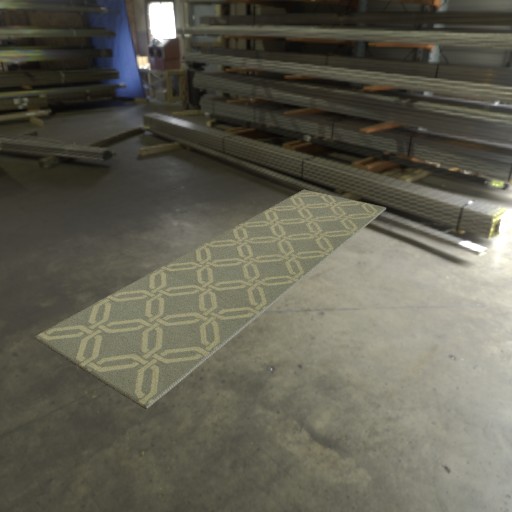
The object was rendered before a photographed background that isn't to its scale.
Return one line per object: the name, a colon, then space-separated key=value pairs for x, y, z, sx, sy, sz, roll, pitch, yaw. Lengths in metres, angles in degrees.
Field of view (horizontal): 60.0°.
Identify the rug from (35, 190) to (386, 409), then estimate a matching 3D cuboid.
rug: x=0.000 y=0.000 z=2.509 sx=0.678 sy=0.014 sz=2.276 roll=18 pitch=33 yaw=31
